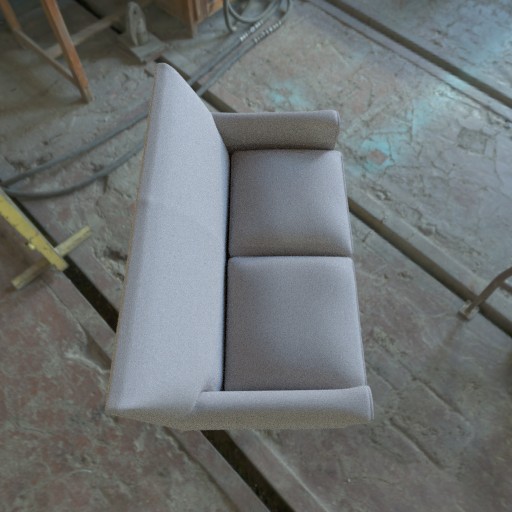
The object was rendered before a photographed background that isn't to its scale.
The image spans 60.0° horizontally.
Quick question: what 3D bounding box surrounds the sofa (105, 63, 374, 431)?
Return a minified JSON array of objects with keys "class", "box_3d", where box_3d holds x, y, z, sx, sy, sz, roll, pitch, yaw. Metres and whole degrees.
[{"class":"sofa","box_3d":[0.000,0.000,2.012,0.888,0.890,1.482,0,63,0]}]
